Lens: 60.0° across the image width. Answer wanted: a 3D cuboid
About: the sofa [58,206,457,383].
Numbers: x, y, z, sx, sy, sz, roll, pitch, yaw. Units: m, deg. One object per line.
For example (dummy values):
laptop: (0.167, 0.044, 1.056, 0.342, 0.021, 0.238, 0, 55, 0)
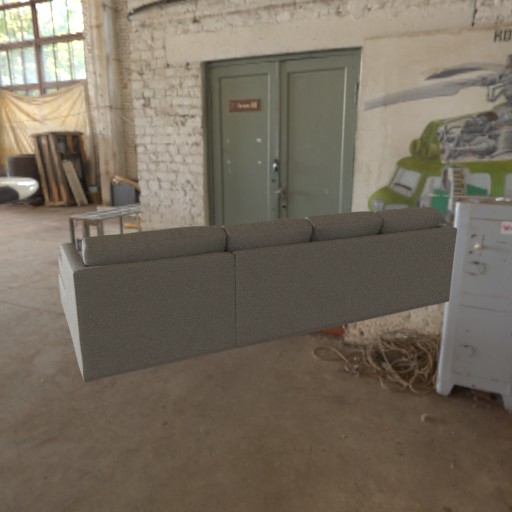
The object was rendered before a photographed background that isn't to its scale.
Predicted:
sofa: (0.000, 0.000, 3.950, 3.177, 0.867, 1.622, -7, 15, -26)
